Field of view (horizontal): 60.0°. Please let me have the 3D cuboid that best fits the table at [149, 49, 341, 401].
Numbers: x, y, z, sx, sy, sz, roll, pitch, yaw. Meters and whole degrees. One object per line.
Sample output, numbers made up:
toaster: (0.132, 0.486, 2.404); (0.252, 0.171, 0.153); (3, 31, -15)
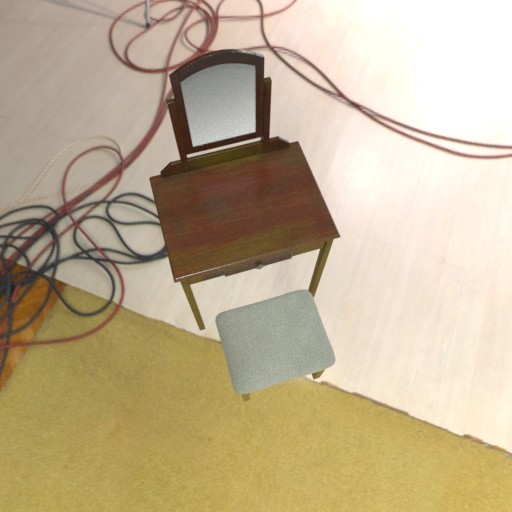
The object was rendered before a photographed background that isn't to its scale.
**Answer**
table: (0.000, 0.000, 2.336); (0.876, 1.631, 1.211); (-15, 65, -7)
